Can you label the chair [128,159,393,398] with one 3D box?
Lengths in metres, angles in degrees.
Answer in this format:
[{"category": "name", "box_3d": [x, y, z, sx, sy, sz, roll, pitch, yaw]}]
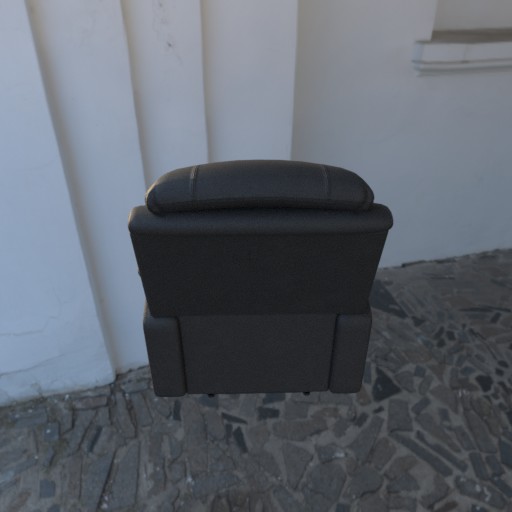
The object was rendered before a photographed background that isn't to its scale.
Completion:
[{"category": "chair", "box_3d": [0.000, 0.000, 1.711, 0.855, 0.992, 0.919, -1, 31, -1]}]
